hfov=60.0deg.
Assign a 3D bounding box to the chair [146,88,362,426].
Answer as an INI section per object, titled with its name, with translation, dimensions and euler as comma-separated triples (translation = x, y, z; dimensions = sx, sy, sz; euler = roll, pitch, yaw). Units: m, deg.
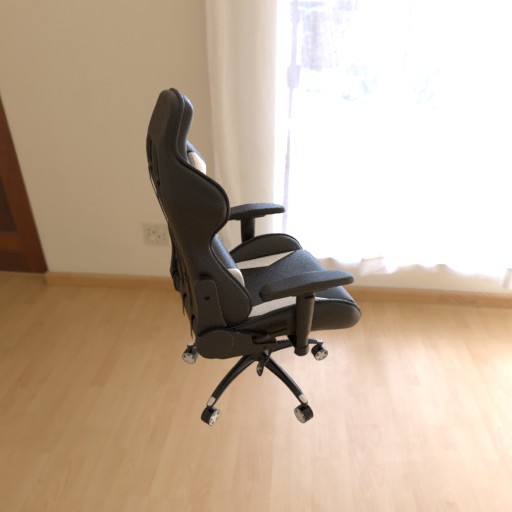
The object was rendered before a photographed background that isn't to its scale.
[chair]
translation = 0.000, 0.000, 1.758
dimensions = 0.695, 1.285, 0.730
euler = -10, 32, -17
